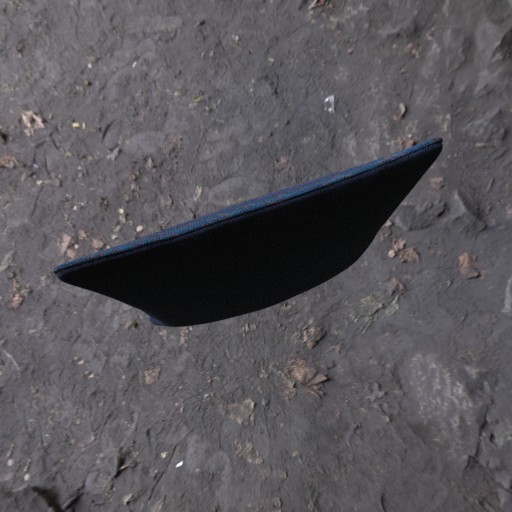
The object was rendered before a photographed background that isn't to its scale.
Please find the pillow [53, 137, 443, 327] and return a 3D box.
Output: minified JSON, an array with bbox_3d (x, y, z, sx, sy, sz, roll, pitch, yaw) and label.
[{"bbox_3d":[0.000,0.000,0.659,0.431,0.431,0.141,-19,76,-5],"label":"pillow"}]
